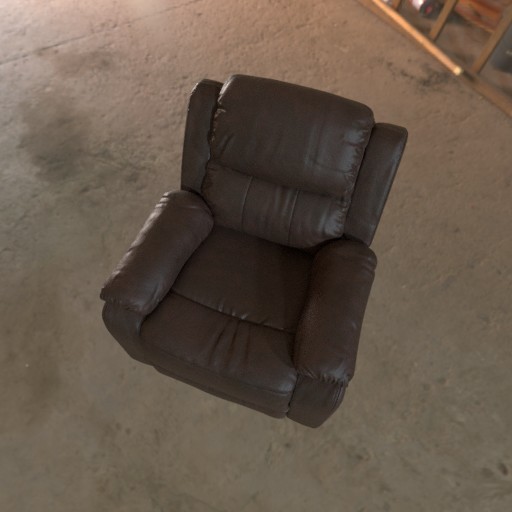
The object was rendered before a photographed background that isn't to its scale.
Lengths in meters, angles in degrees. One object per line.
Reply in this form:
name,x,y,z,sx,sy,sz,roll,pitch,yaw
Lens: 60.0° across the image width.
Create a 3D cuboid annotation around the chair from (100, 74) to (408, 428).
chair,0.000,0.000,1.257,0.680,0.702,0.707,18,60,11
